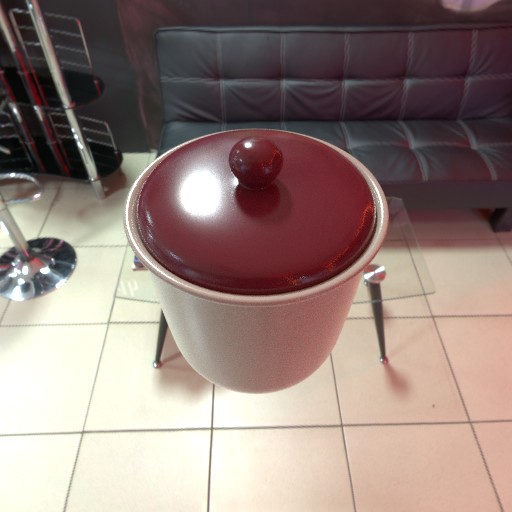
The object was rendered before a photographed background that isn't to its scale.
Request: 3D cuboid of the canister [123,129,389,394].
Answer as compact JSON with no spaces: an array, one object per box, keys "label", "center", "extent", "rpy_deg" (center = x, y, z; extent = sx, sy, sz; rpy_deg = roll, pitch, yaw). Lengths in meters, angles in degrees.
[{"label":"canister","center":[0.000,0.000,0.352],"extent":[0.182,0.208,0.182],"rpy_deg":[0,47,0]}]
